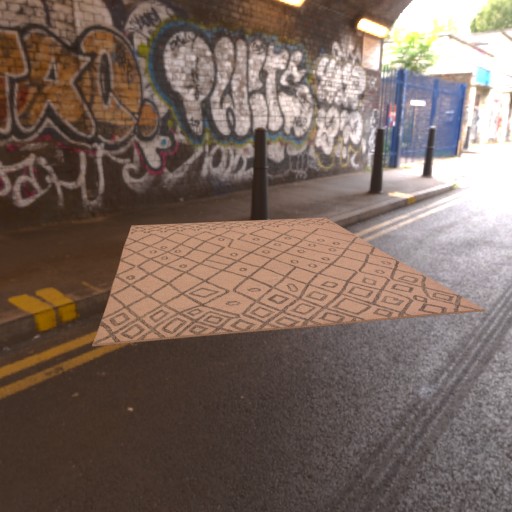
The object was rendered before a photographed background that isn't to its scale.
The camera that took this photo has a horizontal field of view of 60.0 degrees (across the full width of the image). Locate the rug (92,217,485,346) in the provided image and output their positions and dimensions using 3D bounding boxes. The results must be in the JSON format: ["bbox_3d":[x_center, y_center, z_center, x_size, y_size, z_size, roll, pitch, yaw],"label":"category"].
[{"bbox_3d":[0.000,0.000,4.090,2.446,0.015,3.046,-3,17,-11],"label":"rug"}]
